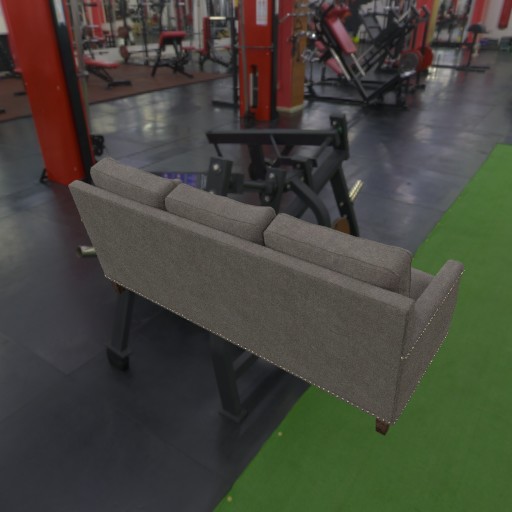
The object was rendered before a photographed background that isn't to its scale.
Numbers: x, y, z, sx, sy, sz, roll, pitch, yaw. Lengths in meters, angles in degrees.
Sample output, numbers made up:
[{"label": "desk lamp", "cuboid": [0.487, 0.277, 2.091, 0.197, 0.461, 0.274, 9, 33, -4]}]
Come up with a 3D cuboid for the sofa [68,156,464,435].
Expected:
[{"label": "sofa", "cuboid": [0.000, 0.000, 2.758, 2.226, 1.042, 1.034, 20, 36, 31]}]
